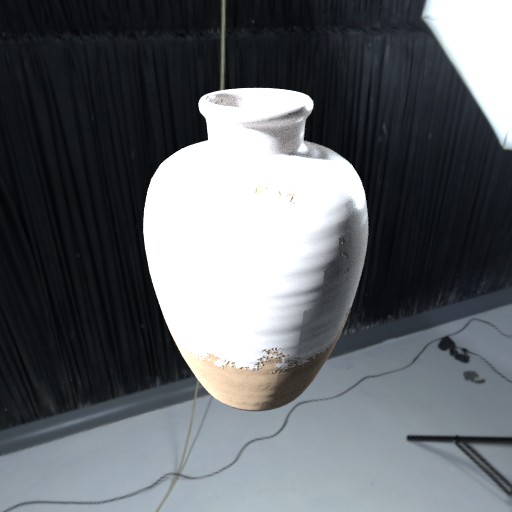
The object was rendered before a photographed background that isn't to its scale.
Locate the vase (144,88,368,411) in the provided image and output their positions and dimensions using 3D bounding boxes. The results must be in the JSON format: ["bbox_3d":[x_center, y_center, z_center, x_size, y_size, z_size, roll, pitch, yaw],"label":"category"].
[{"bbox_3d":[0.000,0.000,0.333,0.158,0.228,0.158,0,30,0],"label":"vase"}]
